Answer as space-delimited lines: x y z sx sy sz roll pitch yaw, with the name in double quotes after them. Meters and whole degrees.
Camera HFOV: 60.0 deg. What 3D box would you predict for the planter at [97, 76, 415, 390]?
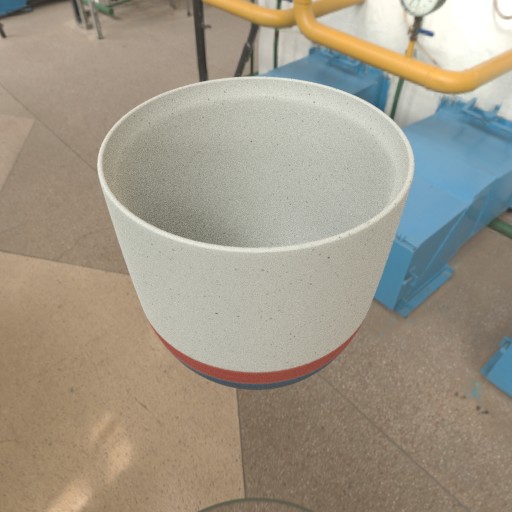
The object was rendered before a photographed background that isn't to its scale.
0.000 0.000 0.368 0.204 0.214 0.204 0 46 0 "planter"
